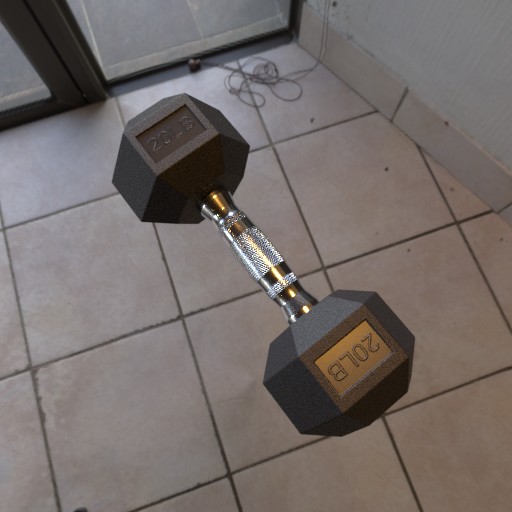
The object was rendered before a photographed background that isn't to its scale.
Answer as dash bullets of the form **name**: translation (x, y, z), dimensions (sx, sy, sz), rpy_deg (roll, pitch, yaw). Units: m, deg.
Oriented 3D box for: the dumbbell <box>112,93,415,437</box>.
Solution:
- **dumbbell**: translation (0.000, 0.000, 0.334), dimensions (0.106, 0.092, 0.272), rpy_deg (-37, 78, -9)
